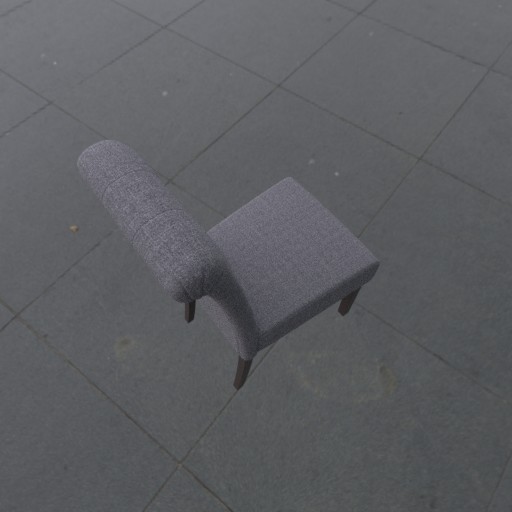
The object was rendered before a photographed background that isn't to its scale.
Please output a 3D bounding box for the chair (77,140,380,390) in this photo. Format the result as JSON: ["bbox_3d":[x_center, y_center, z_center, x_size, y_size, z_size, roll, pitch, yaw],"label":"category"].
[{"bbox_3d":[0.000,0.000,1.352,0.671,1.006,0.456,-33,64,-18],"label":"chair"}]
